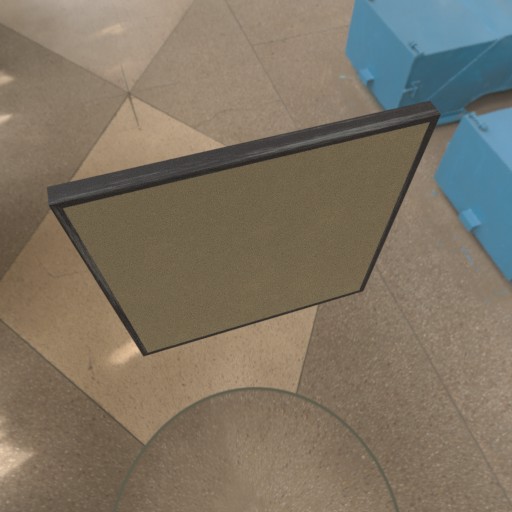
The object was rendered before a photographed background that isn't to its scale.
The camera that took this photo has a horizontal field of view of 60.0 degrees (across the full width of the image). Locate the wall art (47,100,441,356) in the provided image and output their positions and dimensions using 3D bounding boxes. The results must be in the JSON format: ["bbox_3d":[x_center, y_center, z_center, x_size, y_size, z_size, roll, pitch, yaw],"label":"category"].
[{"bbox_3d":[0.000,0.000,1.155,0.762,0.758,0.043,-15,59,-9],"label":"wall art"}]
